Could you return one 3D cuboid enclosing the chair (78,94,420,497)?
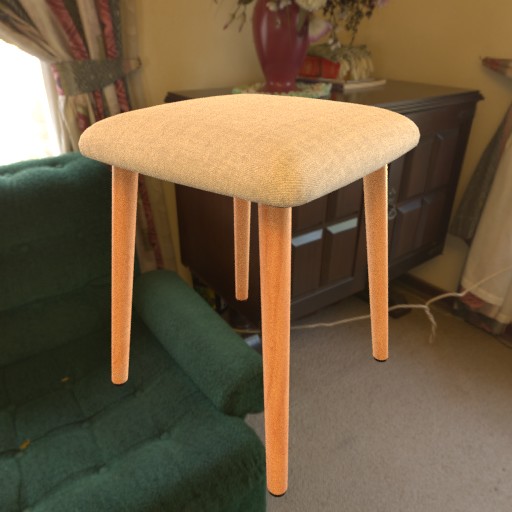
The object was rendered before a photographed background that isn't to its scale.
[{"bbox_3d":[0.000,0.000,0.668,0.350,0.440,0.350,19,33,33],"label":"chair"}]
